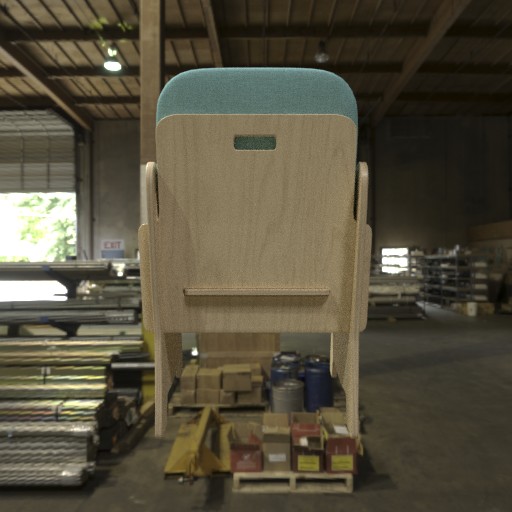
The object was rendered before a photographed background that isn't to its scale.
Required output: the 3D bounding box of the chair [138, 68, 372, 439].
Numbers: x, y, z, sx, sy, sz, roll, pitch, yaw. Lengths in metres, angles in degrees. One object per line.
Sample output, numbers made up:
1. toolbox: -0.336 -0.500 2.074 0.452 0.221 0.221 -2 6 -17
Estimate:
1. chair: 0.000 0.000 1.266 0.590 0.800 0.710 0 -1 0
